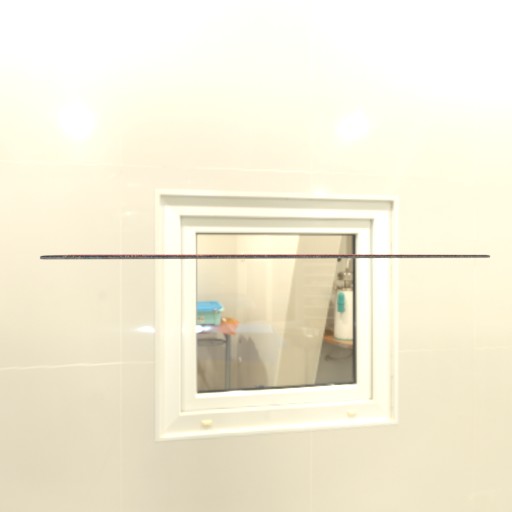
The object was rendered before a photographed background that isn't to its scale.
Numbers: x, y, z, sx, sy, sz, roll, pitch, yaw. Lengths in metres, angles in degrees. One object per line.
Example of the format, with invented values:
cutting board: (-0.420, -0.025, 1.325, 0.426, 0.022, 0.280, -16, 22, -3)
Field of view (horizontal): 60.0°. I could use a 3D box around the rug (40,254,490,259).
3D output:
rug: (0.000, 0.000, 2.978, 2.449, 0.018, 1.539, 0, 0, -19)
